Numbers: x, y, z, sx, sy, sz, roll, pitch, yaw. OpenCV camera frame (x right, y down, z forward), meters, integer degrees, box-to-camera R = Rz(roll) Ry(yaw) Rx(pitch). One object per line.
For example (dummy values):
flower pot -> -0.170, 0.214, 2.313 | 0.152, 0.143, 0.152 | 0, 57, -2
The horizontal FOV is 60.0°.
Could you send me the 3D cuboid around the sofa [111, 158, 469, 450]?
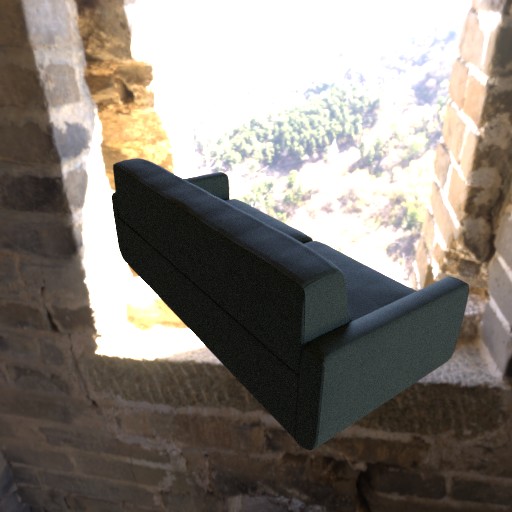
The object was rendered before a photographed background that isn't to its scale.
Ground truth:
sofa -> 0.000, 0.000, 2.469 | 0.909, 0.841, 2.029 | -18, 32, -31
